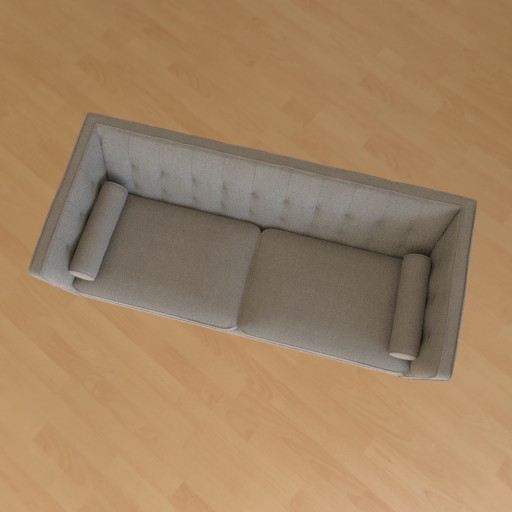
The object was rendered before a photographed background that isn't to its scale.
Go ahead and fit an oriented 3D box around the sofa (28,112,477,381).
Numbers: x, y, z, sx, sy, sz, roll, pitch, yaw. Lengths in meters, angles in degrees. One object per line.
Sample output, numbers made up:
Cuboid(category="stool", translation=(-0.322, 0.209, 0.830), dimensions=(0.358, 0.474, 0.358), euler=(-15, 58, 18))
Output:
Cuboid(category="sofa", translation=(0.000, 0.000, 2.527), dimensions=(2.079, 0.798, 0.912), euler=(14, 76, 4))
